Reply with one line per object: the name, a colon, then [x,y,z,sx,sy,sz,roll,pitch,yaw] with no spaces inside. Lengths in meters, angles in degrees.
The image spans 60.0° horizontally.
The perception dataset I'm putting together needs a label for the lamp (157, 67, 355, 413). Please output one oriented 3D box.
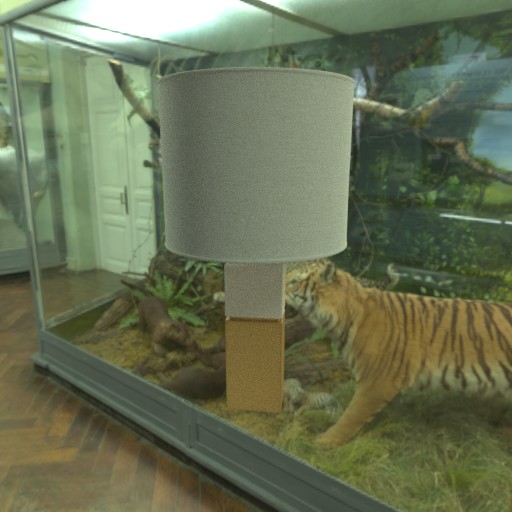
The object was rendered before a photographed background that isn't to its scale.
lamp: [0.000,0.000,0.573,0.229,0.417,0.229,2,14,7]
